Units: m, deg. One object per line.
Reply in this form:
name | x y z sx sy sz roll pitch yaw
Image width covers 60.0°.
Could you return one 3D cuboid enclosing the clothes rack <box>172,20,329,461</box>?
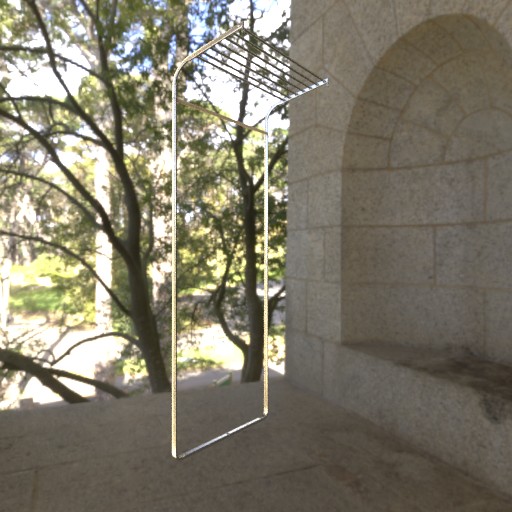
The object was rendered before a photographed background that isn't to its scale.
clothes rack | 0.000 0.000 1.826 0.349 1.574 0.609 0 0 37
